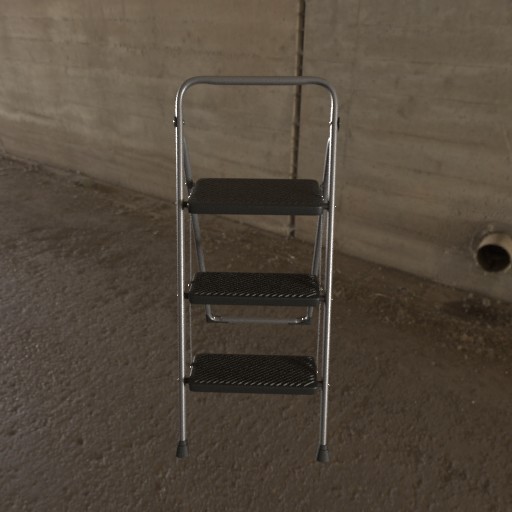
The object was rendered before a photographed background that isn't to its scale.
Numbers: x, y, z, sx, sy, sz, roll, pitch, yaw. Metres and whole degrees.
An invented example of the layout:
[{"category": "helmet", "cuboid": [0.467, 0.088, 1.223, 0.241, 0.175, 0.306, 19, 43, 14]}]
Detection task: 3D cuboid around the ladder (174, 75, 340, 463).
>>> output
[{"category": "ladder", "cuboid": [0.000, 0.000, 1.270, 0.430, 0.945, 0.629, 1, 29, 2]}]
